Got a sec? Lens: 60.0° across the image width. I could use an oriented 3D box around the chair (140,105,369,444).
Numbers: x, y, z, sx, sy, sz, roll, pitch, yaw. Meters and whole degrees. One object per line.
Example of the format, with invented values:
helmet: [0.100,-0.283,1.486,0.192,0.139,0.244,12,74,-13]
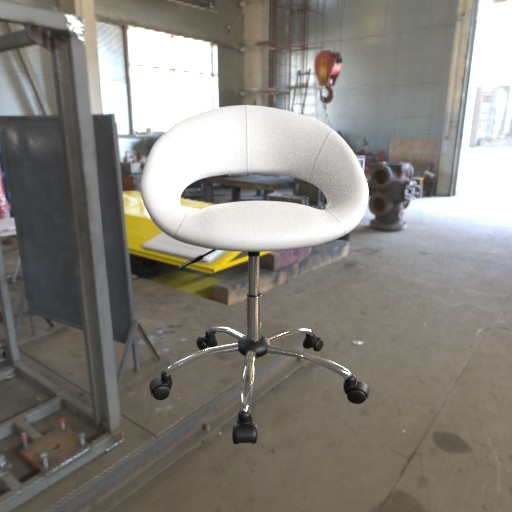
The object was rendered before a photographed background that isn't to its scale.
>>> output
chair: [0.000,0.000,1.198,0.612,0.791,0.538,-2,16,-7]
